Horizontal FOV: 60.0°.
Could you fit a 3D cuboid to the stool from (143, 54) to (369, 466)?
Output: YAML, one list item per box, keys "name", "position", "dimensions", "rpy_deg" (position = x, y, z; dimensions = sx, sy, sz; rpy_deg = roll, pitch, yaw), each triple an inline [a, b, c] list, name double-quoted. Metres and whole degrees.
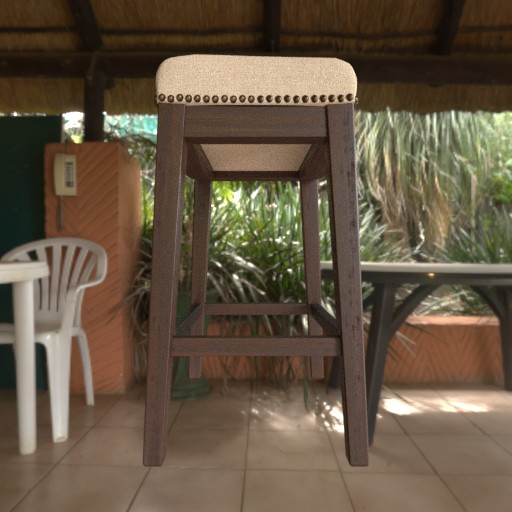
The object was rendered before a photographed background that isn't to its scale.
- name: "stool"
  position: [0.000, 0.000, 0.957]
  dimensions: [0.363, 0.669, 0.509]
  rpy_deg: [0, 1, 0]
